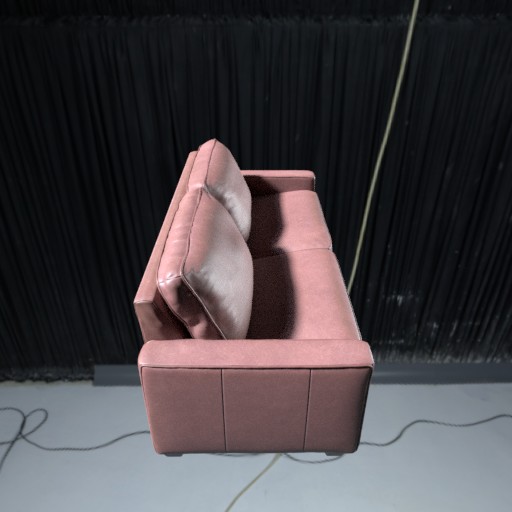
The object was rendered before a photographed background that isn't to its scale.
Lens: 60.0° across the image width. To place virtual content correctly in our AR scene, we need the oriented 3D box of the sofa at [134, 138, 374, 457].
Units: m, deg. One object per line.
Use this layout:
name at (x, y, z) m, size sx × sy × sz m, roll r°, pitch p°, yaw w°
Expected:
sofa at (0.000, 0.000, 2.605) m, size 0.940 × 0.919 × 2.080 m, roll 0°, pitch 31°, yaw 0°
